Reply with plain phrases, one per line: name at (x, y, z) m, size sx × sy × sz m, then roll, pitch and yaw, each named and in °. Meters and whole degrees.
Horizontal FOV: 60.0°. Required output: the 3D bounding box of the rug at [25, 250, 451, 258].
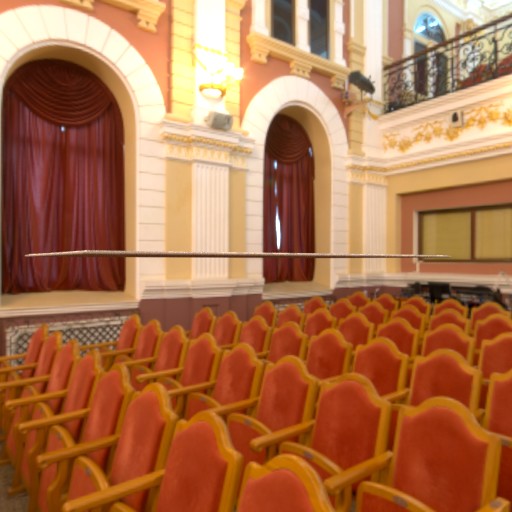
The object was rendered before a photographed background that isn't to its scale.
rug at (0.000, 0.000, 1.398) m, size 1.219 × 0.007 × 0.604 m, roll 0°, pitch -1°, yaw -37°
